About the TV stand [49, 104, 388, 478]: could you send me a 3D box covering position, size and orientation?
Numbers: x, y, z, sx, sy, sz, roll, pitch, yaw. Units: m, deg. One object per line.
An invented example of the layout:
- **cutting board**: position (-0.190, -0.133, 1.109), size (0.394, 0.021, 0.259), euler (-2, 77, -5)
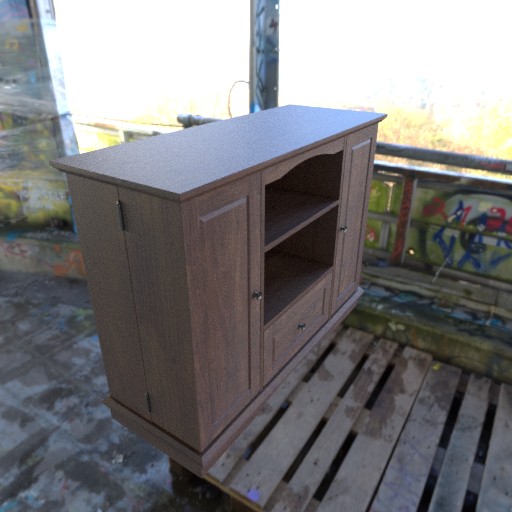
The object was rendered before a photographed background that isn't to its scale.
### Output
- **TV stand**: position (0.000, 0.000, 1.479), size (0.406, 0.813, 1.067), euler (17, 32, 31)
